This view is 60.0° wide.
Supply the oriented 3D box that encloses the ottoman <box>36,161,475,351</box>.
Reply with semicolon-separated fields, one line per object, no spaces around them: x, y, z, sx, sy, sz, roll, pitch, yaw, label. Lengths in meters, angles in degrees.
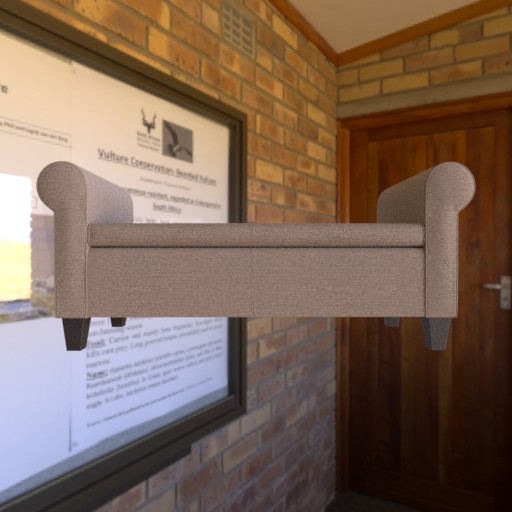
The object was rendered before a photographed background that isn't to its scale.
0.000;0.000;1.518;1.256;0.547;0.521;0;0;-1;ottoman
